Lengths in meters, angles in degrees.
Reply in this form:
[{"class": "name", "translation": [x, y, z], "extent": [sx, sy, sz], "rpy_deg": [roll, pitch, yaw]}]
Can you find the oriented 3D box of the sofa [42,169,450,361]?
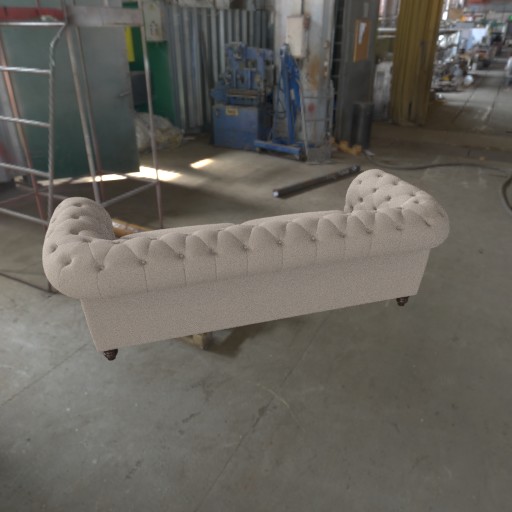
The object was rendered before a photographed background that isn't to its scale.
[{"class": "sofa", "translation": [0.000, 0.000, 2.830], "extent": [2.411, 0.749, 0.991], "rpy_deg": [-8, 28, -15]}]
